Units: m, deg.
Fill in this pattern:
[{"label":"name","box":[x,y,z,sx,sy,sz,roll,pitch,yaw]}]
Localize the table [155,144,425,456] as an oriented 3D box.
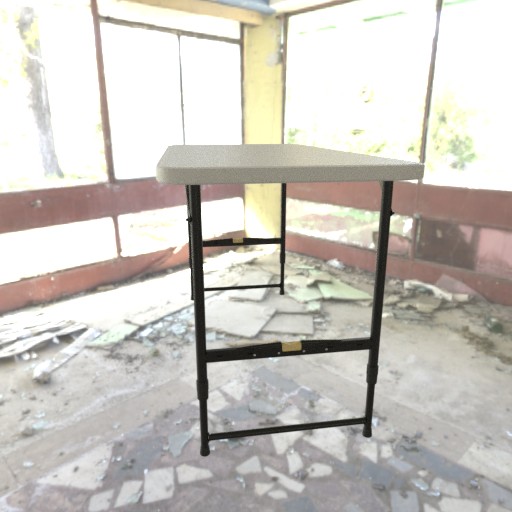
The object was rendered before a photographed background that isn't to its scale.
[{"label":"table","box":[0.000,0.000,1.595,0.610,0.737,1.219,-3,17,-9]}]
